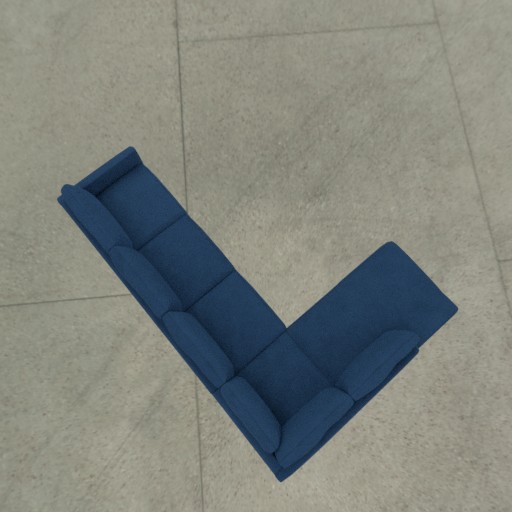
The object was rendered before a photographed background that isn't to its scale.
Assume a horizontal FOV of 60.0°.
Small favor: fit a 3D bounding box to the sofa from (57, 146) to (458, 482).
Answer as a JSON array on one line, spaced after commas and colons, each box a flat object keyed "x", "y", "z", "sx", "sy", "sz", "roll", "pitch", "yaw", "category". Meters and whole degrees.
[{"x": 0.000, "y": 0.000, "z": 3.826, "sx": 2.007, "sy": 0.815, "sz": 2.949, "roll": -40, "pitch": 78, "yaw": -10, "category": "sofa"}]
